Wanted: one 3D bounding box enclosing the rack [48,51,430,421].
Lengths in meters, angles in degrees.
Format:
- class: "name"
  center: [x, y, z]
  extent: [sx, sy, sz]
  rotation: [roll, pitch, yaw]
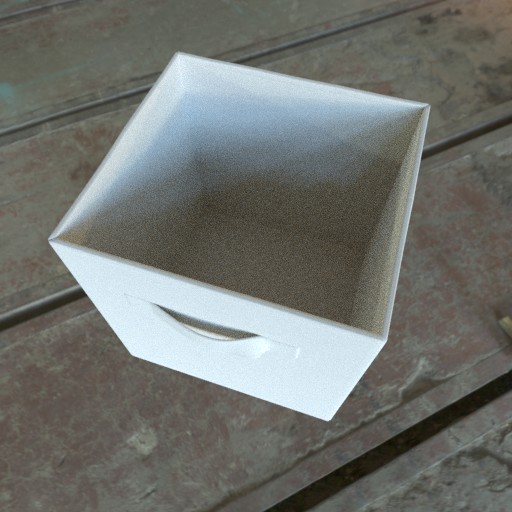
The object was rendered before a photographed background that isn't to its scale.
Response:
- class: "rack"
  center: [0.000, 0.000, 0.499]
  extent: [0.270, 0.280, 0.270]
  rotation: [16, 60, 9]
